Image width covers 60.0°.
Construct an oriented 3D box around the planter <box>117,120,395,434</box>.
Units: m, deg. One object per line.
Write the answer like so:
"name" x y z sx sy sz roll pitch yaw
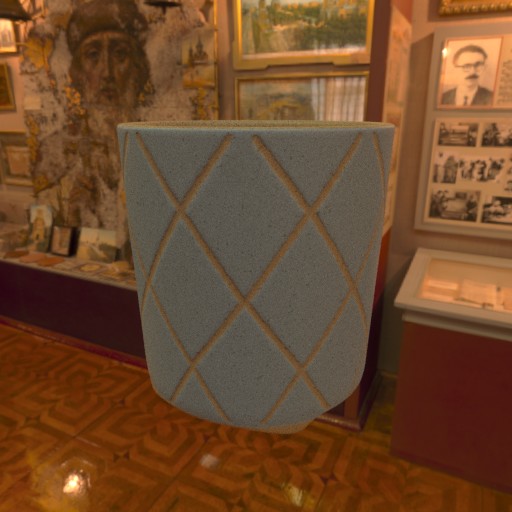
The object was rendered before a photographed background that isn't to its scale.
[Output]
"planter" 0.000 0.000 0.347 0.191 0.200 0.191 0 18 0
